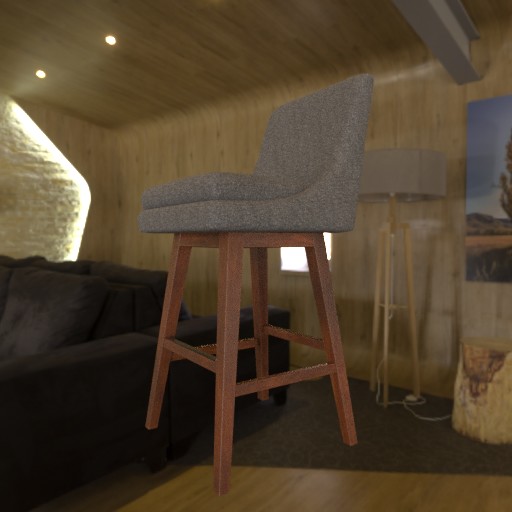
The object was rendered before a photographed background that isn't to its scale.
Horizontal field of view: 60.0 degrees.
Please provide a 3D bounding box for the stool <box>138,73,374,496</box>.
[{"bbox_3d":[0.000,0.000,1.328,0.572,1.068,0.489,-2,3,-35],"label":"stool"}]
